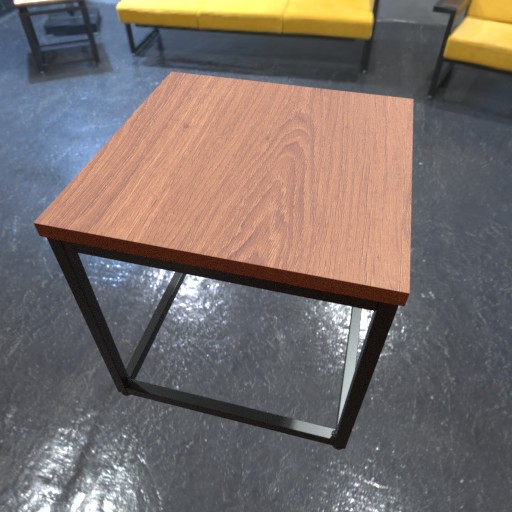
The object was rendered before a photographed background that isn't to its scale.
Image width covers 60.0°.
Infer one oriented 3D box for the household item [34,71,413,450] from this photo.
[{"bbox_3d":[0.000,0.000,0.728,0.400,0.400,0.400,10,47,10],"label":"household item"}]
